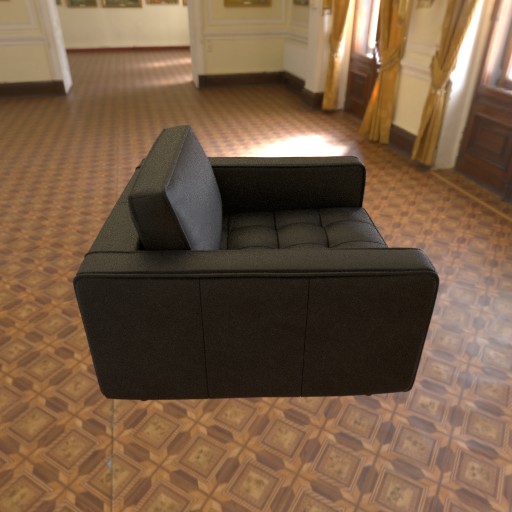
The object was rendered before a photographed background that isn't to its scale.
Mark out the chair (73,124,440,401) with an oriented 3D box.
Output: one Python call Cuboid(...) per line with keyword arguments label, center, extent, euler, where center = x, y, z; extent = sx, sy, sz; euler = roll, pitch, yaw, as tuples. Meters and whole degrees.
Cuboid(label="chair", center=(0.000, 0.000, 1.531), extent=(0.914, 0.763, 0.889), euler=(-1, 31, -1))
